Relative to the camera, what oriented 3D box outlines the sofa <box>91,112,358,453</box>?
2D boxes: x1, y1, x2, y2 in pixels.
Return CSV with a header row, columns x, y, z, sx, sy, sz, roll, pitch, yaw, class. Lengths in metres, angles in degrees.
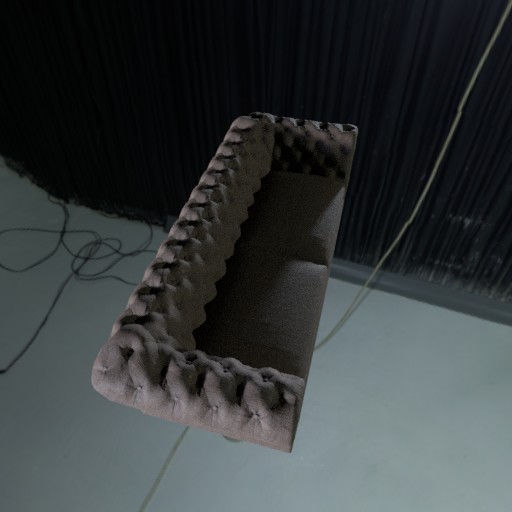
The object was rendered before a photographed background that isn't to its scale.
x,y,z,sx,sy,sz,roll,pitch,yaw,class
0.000,0.000,2.790,0.944,0.787,2.385,11,47,10,sofa
